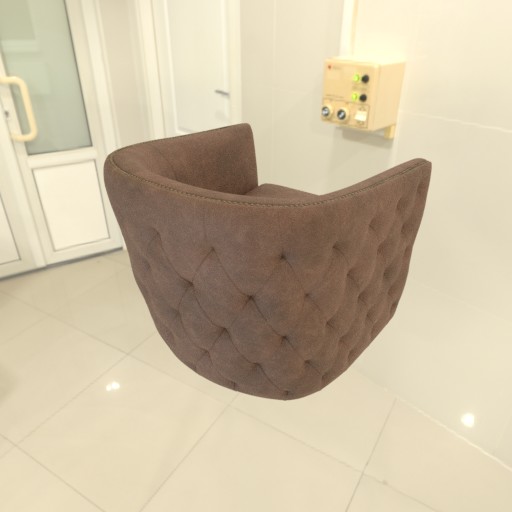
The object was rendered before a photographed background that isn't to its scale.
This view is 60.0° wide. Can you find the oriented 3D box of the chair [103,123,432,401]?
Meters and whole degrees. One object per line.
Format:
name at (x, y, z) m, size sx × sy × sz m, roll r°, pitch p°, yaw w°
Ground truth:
chair at (0.000, 0.000, 1.551) m, size 0.850 × 0.790 × 0.870 m, roll 22°, pitch 37°, yaw 32°
